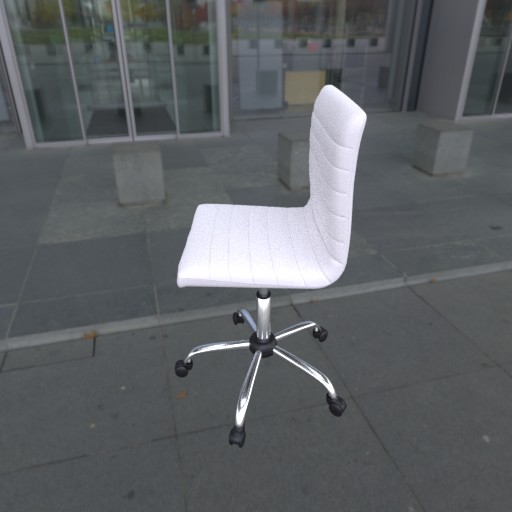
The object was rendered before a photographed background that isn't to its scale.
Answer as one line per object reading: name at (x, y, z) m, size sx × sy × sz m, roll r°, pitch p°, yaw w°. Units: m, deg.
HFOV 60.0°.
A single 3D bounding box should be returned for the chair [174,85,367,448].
chair at (0.000, 0.000, 1.078) m, size 0.455 × 0.750 × 0.520 m, roll 0°, pitch 28°, yaw 0°
